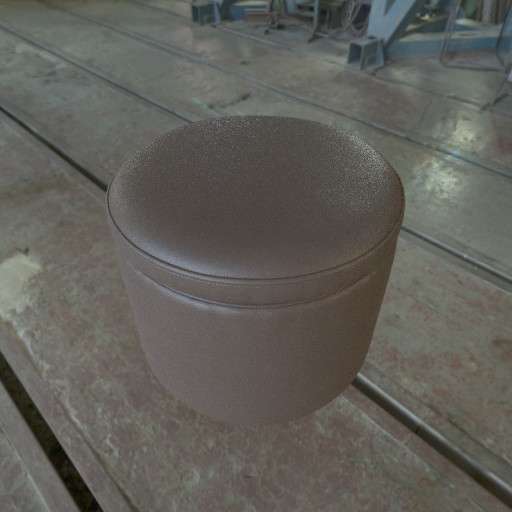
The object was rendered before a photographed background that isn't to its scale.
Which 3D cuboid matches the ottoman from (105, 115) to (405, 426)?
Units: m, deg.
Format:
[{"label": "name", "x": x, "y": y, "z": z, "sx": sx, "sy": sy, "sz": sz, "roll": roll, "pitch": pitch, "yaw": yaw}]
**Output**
[{"label": "ottoman", "x": 0.000, "y": 0.000, "z": 0.863, "sx": 0.500, "sy": 0.409, "sz": 0.500, "roll": 0, "pitch": 41, "yaw": 0}]
